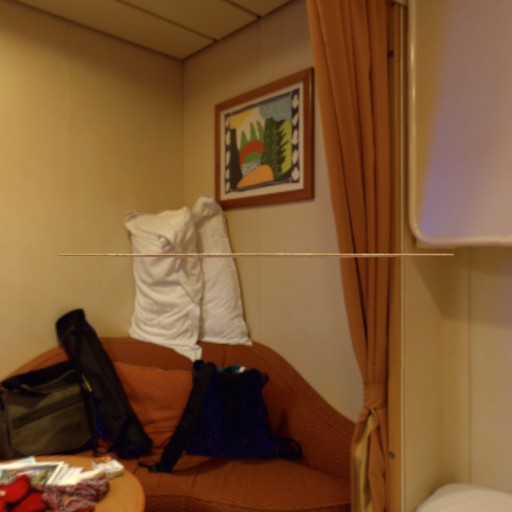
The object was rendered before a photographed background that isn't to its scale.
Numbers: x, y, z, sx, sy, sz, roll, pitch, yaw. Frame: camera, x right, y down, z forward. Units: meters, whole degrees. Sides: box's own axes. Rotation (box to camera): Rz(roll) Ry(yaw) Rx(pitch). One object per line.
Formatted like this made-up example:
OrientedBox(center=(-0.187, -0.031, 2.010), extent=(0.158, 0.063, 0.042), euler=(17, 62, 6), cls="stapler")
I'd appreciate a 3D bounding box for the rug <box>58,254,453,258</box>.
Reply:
OrientedBox(center=(0.000, 0.000, 4.374), extent=(2.452, 0.020, 3.365), euler=(0, 0, 0), cls="rug")
